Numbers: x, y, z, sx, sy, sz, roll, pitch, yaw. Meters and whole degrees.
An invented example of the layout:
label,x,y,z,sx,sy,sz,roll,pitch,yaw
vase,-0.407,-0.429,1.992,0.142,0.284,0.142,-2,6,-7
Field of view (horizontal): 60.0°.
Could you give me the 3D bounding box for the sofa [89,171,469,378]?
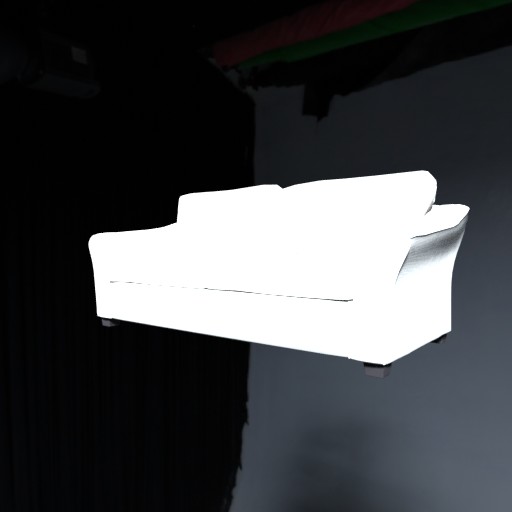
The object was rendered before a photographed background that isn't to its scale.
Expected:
label,x,y,z,sx,sy,sz,roll,pitch,yaw
sofa,0.000,0.000,2.759,2.270,0.965,0.980,1,2,38
